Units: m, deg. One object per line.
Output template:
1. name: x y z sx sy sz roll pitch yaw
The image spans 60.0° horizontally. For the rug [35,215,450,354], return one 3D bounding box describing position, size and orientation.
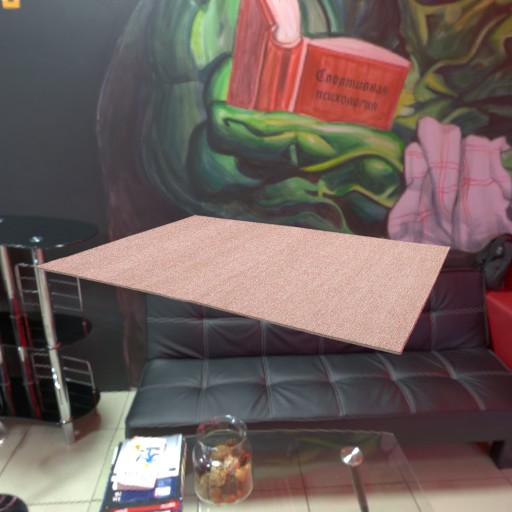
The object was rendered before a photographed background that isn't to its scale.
1. rug: 0.000 0.000 4.236 3.202 0.045 2.434 9 20 27
